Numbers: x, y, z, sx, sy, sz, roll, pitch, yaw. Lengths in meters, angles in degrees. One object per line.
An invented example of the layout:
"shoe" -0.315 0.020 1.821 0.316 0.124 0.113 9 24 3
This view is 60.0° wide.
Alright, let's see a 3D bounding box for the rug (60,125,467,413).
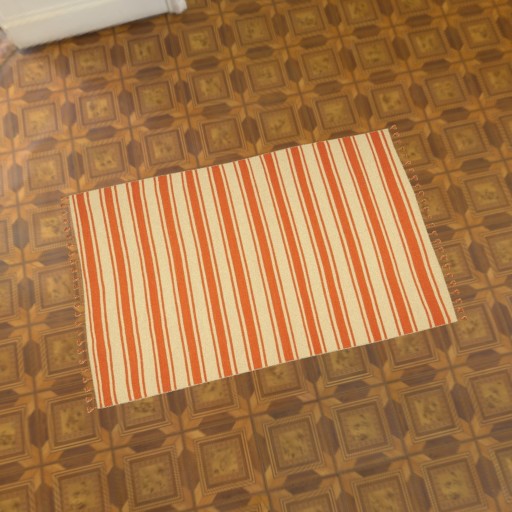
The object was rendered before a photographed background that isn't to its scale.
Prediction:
"rug" 0.000 0.000 2.500 2.092 0.017 1.232 -13 75 -4
